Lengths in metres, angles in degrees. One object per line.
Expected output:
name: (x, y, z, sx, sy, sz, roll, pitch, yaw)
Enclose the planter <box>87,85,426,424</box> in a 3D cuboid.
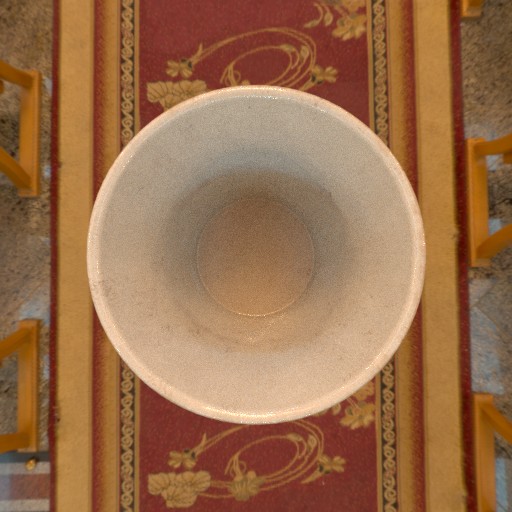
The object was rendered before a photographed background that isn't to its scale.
planter: (0.000, 0.000, 0.216, 0.126, 0.104, 0.126, 0, 89, 0)
